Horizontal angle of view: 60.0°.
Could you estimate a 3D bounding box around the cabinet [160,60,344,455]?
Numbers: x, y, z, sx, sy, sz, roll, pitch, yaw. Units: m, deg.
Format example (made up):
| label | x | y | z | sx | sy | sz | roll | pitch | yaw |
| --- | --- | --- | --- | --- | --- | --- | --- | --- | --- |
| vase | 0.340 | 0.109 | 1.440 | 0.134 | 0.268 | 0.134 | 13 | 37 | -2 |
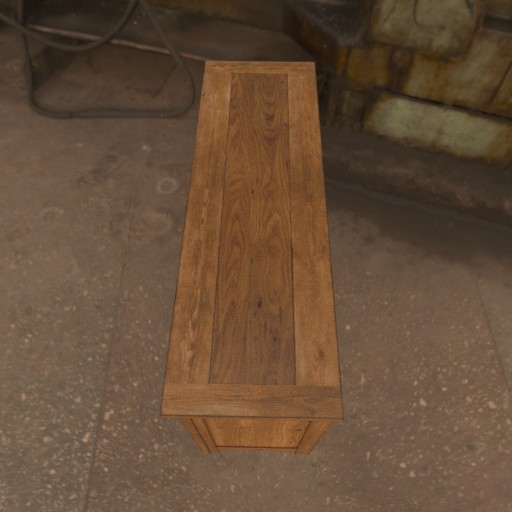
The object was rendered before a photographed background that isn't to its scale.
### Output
| label | x | y | z | sx | sy | sz | roll | pitch | yaw |
| --- | --- | --- | --- | --- | --- | --- | --- | --- | --- |
| cabinet | 0.000 | 0.000 | 1.870 | 0.480 | 0.813 | 1.474 | 1 | 58 | 1 |
